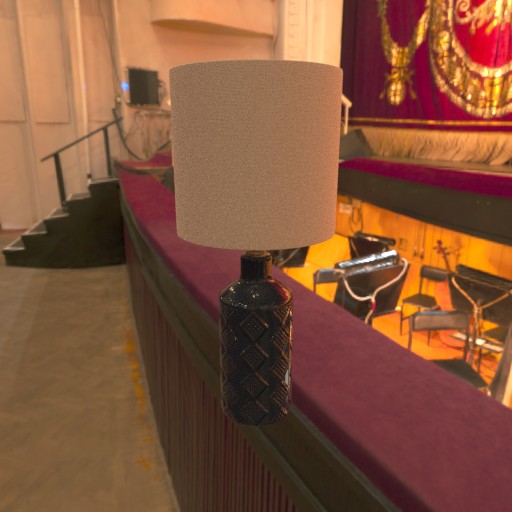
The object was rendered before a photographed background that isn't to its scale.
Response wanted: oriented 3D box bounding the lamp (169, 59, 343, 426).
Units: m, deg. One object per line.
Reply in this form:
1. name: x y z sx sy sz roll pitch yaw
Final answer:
1. lamp: 0.000 0.000 0.598 0.207 0.461 0.207 -8 18 -27
